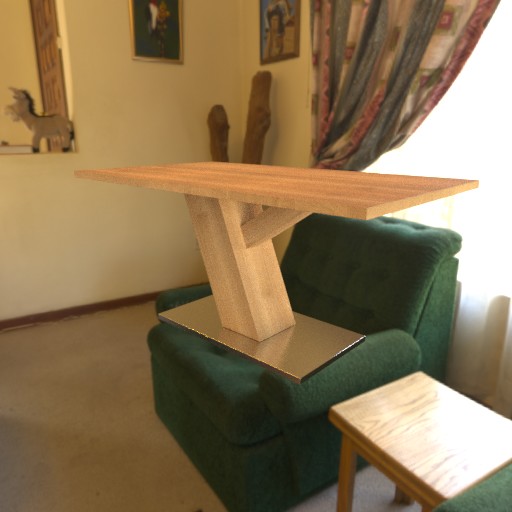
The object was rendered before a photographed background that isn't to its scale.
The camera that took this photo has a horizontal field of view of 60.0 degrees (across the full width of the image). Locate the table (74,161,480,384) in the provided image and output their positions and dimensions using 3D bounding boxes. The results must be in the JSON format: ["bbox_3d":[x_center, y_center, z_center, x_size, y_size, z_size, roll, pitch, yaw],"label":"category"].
[{"bbox_3d":[0.000,0.000,2.074,1.600,0.750,0.900,14,21,41],"label":"table"}]
